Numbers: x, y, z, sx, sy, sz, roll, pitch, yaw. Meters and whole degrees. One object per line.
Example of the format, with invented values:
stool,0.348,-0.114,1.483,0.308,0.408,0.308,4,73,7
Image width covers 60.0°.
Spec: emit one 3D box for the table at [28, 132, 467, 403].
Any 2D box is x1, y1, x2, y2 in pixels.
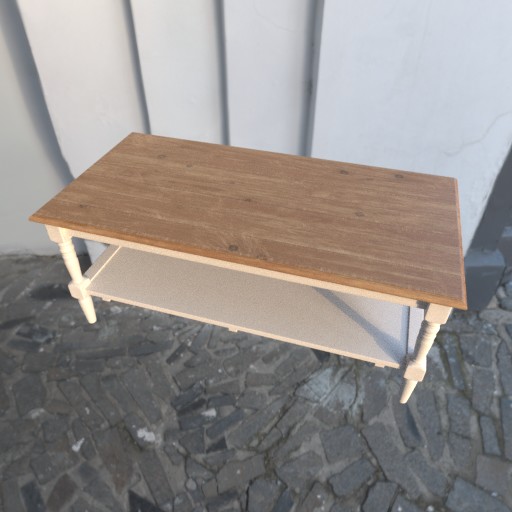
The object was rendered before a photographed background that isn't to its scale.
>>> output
table,0.000,0.000,1.417,1.118,0.458,0.559,11,41,13
